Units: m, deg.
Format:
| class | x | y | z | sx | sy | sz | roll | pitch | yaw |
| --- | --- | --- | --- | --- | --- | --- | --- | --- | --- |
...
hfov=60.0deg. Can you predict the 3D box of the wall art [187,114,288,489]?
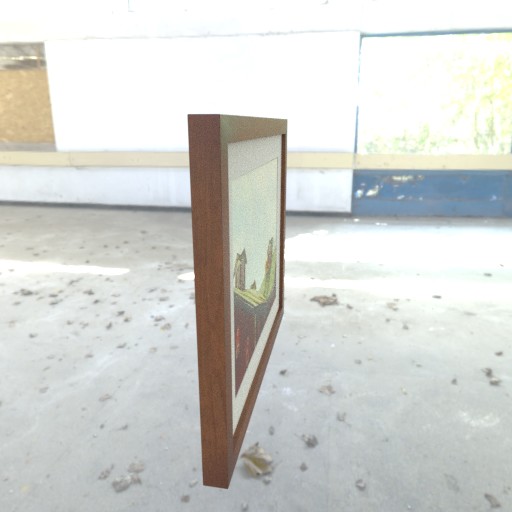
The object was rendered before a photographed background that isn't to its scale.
| class | x | y | z | sx | sy | sz | roll | pitch | yaw |
| --- | --- | --- | --- | --- | --- | --- | --- | --- | --- |
| wall art | 0.000 | 0.000 | 0.767 | 0.033 | 0.457 | 0.558 | 3 | 17 | 10 |
